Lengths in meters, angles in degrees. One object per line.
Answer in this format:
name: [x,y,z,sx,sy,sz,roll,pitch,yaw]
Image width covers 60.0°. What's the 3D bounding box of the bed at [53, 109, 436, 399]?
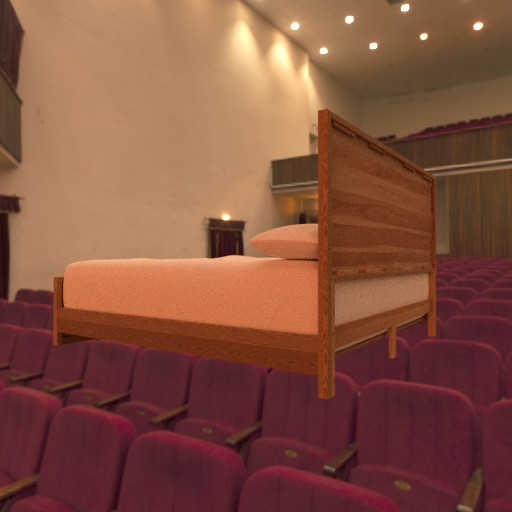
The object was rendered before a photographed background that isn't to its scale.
bed: [0.000,0.000,3.420,2.184,1.295,2.013,0,0,35]
